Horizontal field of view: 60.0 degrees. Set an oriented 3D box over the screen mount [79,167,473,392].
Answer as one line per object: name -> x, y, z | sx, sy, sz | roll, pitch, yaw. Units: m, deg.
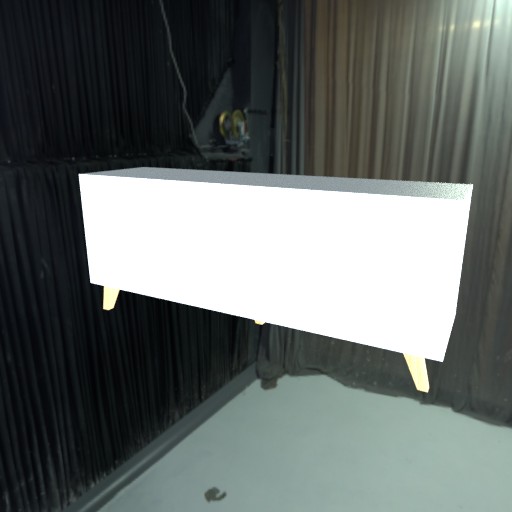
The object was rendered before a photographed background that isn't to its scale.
screen mount -> 0.000, 0.000, 1.792 | 1.490, 0.619, 0.400 | 9, 18, 27
